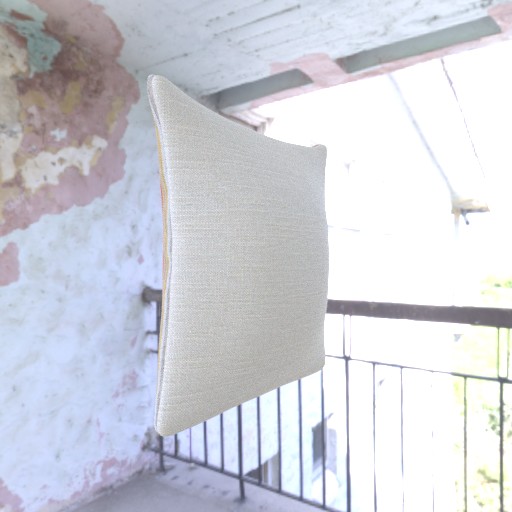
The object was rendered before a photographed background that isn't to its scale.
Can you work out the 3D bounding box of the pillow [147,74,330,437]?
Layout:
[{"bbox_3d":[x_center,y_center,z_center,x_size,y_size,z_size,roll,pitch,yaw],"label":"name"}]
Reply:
[{"bbox_3d":[0.000,0.000,0.717,0.191,0.449,0.451,0,0,36],"label":"pillow"}]
